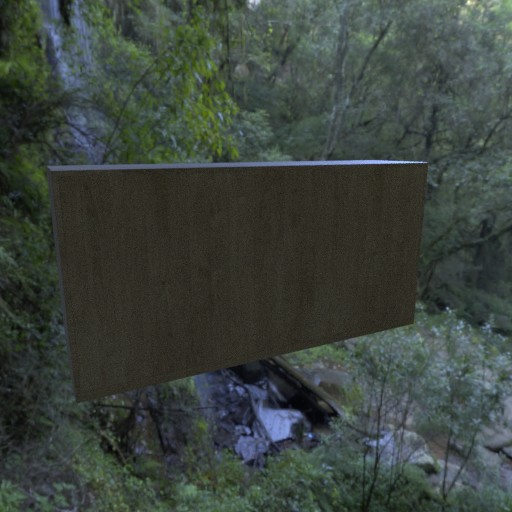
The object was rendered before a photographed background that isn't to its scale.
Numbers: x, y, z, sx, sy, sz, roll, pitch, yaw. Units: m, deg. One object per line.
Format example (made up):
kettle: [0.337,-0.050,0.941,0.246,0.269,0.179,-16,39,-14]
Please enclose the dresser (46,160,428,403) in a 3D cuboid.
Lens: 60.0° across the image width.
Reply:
dresser: [0.000,0.000,1.954,1.590,0.795,0.390,-7,16,-26]
